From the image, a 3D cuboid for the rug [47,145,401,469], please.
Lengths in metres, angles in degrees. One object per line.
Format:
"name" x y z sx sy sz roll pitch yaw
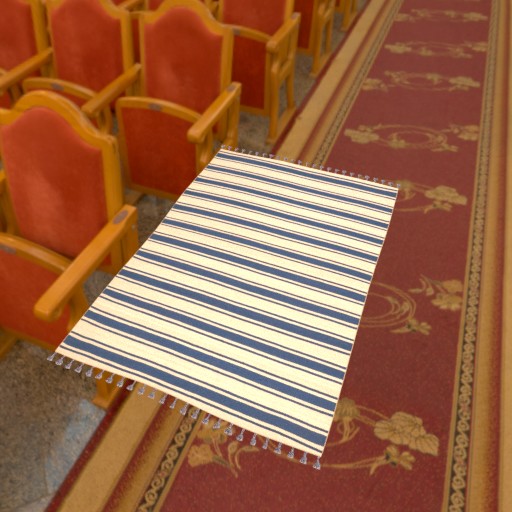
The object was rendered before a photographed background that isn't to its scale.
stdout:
"rug" 0.000 0.000 2.953 1.544 0.010 2.315 16 49 15
